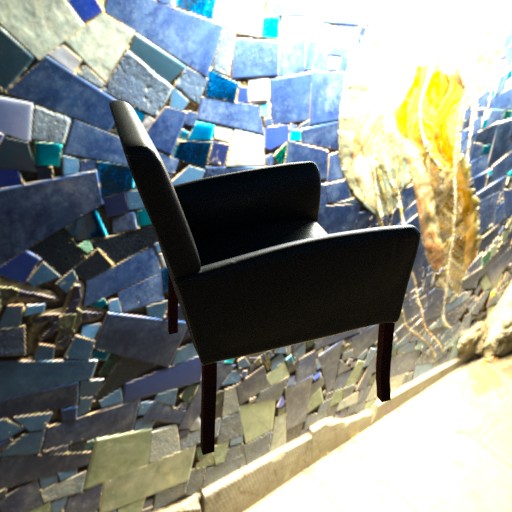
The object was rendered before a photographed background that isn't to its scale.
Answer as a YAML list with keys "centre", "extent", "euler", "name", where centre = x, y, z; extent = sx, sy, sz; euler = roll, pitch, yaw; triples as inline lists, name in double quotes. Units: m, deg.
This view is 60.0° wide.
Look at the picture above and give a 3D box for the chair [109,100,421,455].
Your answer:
- centre: [0.000, 0.000, 1.480]
  extent: [0.772, 0.951, 0.683]
  euler: [-9, 30, -17]
  name: "chair"
